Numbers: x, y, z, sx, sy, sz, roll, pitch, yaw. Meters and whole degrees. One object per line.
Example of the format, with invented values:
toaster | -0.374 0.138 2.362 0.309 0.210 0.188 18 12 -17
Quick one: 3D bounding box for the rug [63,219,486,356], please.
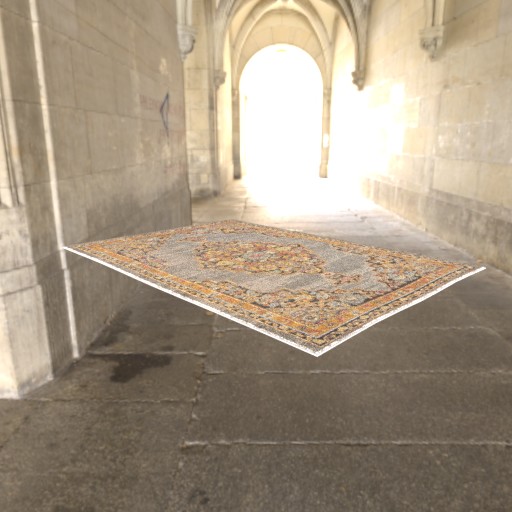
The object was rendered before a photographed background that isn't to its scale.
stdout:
rug | 0.000 0.000 3.879 2.158 0.024 3.063 -14 20 -42
